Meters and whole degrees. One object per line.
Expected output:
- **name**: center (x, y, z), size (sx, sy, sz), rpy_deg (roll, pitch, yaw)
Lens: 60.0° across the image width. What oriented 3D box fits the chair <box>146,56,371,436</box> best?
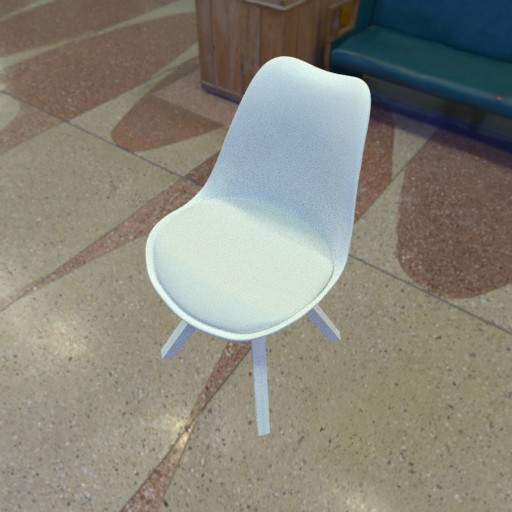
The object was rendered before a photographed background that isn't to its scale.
- **chair**: center (0.000, 0.000, 1.201), size (0.485, 0.850, 0.550), rpy_deg (30, 54, 25)
